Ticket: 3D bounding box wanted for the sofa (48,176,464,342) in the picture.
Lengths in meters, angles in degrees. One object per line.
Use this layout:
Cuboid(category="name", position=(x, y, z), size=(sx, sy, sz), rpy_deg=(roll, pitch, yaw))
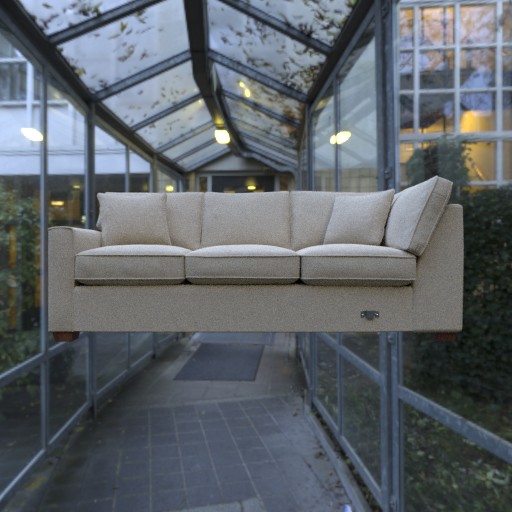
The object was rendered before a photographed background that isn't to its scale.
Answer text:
Cuboid(category="sofa", position=(0.000, 0.000, 2.918), size=(2.317, 0.962, 1.061), rpy_deg=(0, 0, 0))
